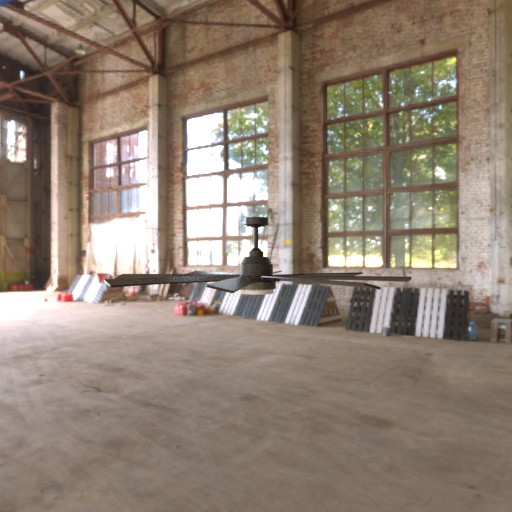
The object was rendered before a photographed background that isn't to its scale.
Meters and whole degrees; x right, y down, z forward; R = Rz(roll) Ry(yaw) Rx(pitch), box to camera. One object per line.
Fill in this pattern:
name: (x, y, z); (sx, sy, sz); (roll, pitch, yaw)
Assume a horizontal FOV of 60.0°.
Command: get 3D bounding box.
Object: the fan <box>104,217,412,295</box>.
fan: (0.000, 0.000, 2.746); (1.830, 0.472, 1.830); (0, 0, -35)
